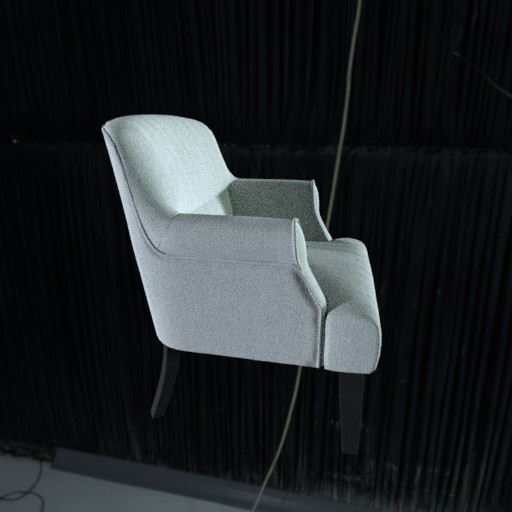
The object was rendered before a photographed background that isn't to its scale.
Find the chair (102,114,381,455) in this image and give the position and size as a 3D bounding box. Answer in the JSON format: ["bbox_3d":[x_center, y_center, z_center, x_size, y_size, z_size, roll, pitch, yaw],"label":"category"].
[{"bbox_3d":[0.000,0.000,1.440,0.750,0.875,0.781,3,18,10],"label":"chair"}]
